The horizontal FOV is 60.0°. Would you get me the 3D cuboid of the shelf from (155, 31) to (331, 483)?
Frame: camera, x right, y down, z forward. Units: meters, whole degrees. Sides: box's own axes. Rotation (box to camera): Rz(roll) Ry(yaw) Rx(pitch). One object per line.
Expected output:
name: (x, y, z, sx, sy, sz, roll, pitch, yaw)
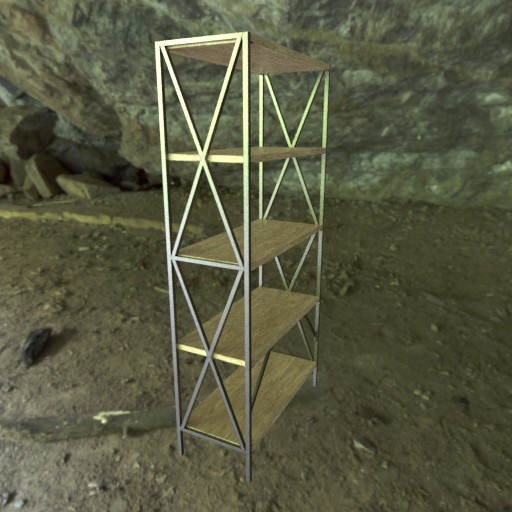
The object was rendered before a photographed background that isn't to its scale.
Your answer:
shelf: (0.000, 0.000, 2.159, 0.386, 1.803, 0.874, 8, 18, 26)
